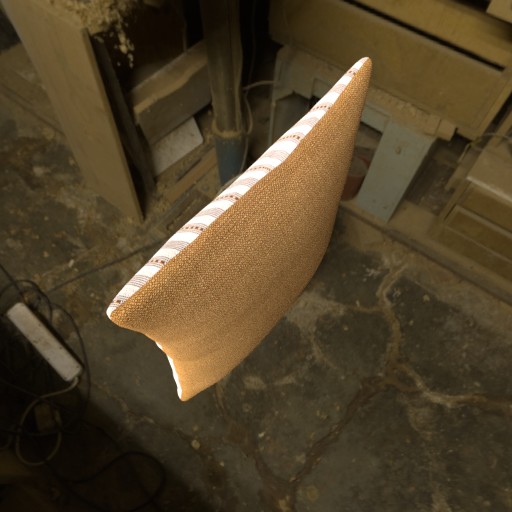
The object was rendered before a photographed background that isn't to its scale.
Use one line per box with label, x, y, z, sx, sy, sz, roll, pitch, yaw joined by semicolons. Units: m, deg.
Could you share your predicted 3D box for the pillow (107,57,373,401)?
pillow;0.000;0.000;0.656;0.147;0.437;0.432;35;68;16
